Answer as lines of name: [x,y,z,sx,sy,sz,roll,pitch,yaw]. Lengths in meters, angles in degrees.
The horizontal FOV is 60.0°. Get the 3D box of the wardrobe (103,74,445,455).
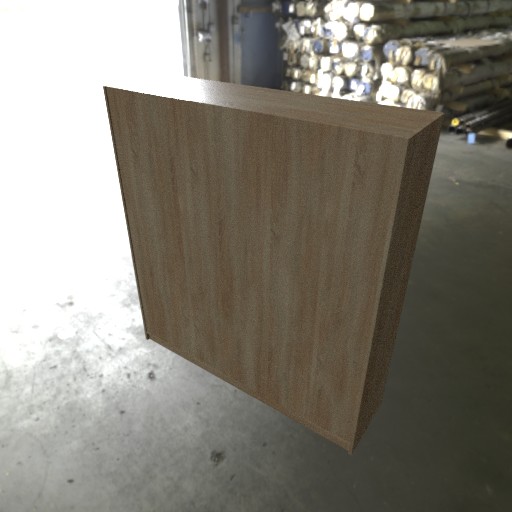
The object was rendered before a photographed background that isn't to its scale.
wardrobe: [0.000,0.000,3.131,1.998,2.159,0.598,20,37,29]
